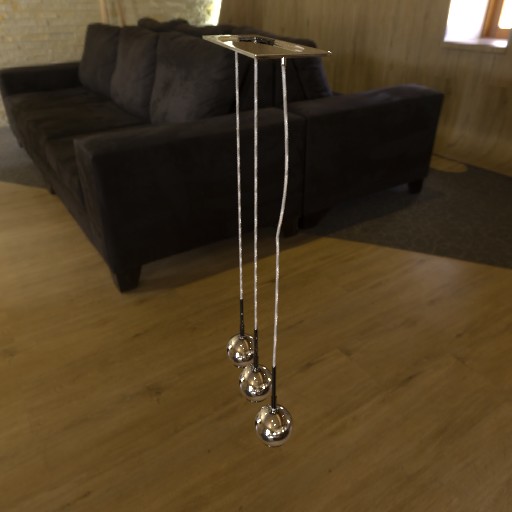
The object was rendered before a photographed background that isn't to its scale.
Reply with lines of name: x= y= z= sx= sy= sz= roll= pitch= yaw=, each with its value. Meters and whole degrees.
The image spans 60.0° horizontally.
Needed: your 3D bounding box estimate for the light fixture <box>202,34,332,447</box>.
light fixture: x=0.000 y=0.000 z=1.619 sx=0.188 sy=1.408 sz=0.623 roll=-9 pitch=31 yaw=-15
